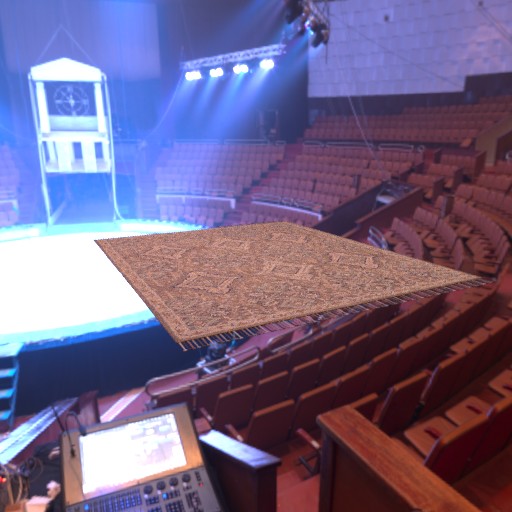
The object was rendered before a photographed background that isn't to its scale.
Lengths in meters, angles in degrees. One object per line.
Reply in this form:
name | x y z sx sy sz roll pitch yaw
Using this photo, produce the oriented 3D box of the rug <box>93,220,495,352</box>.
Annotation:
rug | 0.000 0.000 4.066 2.437 0.010 3.056 -7 16 -27
